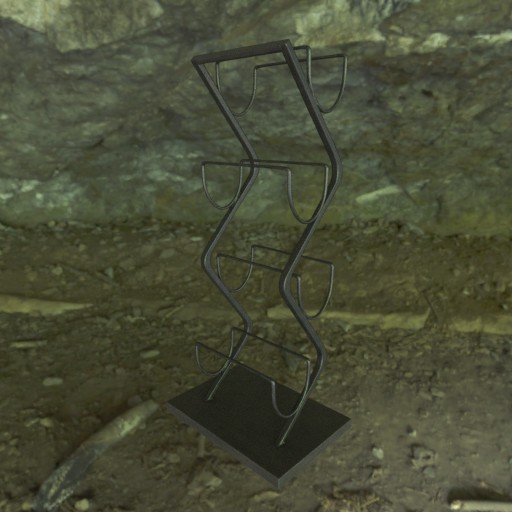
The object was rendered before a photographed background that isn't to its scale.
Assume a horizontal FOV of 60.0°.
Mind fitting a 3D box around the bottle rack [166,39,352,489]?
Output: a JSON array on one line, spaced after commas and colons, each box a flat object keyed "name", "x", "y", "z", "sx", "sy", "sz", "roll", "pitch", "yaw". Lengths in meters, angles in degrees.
[{"name": "bottle rack", "x": 0.000, "y": 0.000, "z": 0.659, "sx": 0.254, "sy": 0.559, "sz": 0.178, "roll": 14, "pitch": 21, "yaw": 42}]
